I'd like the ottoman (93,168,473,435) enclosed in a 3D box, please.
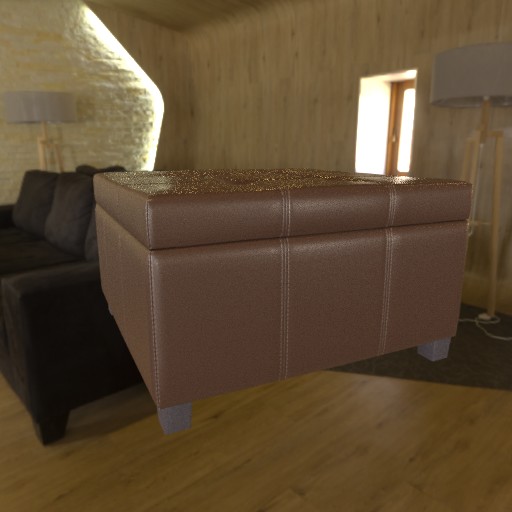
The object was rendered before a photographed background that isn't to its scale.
[{"bbox_3d":[0.000,0.000,1.269,0.787,0.460,0.788,-6,15,-25],"label":"ottoman"}]
